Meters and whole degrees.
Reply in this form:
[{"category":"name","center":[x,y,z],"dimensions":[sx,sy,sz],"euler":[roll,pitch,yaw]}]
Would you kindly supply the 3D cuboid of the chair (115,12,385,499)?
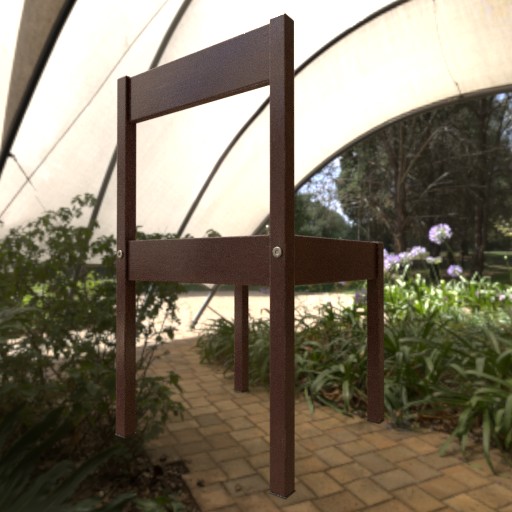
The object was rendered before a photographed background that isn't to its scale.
[{"category":"chair","center":[0.000,0.000,0.656],"dimensions":[0.285,0.505,0.285],"euler":[0,-1,37]}]
